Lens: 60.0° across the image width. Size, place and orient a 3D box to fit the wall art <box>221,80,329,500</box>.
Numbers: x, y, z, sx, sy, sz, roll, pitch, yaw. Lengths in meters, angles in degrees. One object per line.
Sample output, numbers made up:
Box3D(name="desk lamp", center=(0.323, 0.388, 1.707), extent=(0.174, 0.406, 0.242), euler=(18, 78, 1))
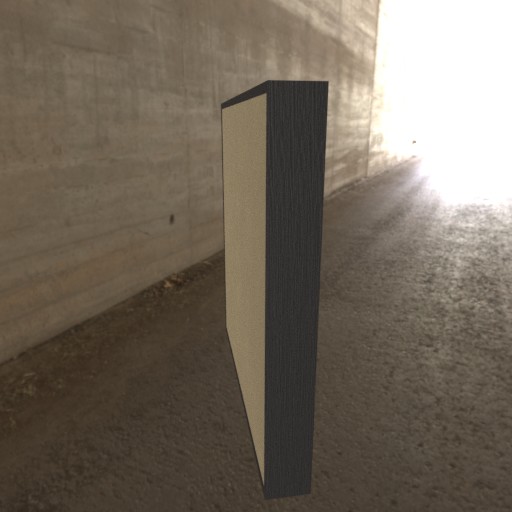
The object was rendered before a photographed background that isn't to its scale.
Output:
Box3D(name="wall art", center=(0.000, 0.000, 0.443), extent=(0.036, 0.300, 0.302), euler=(-3, 17, -9))
